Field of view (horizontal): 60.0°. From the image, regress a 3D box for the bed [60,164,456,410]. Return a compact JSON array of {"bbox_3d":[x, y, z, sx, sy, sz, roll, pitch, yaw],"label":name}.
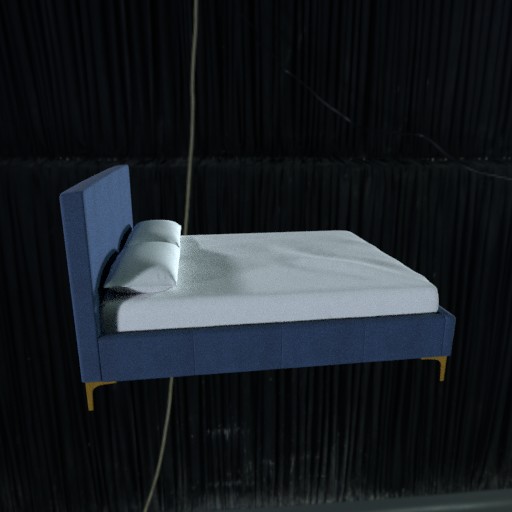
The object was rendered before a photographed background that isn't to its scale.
[{"bbox_3d":[0.000,0.000,3.253,2.172,1.231,1.723,-2,16,-8],"label":"bed"}]
